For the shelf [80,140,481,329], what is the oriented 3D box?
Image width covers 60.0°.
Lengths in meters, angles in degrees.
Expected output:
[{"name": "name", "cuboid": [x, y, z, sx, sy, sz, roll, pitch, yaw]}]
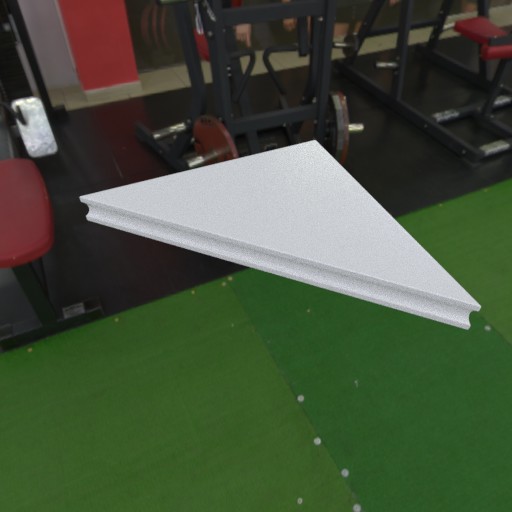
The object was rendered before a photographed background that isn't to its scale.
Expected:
[{"name": "shelf", "cuboid": [0.000, 0.000, 0.445, 0.296, 0.035, 0.296, -17, 47, -16]}]
